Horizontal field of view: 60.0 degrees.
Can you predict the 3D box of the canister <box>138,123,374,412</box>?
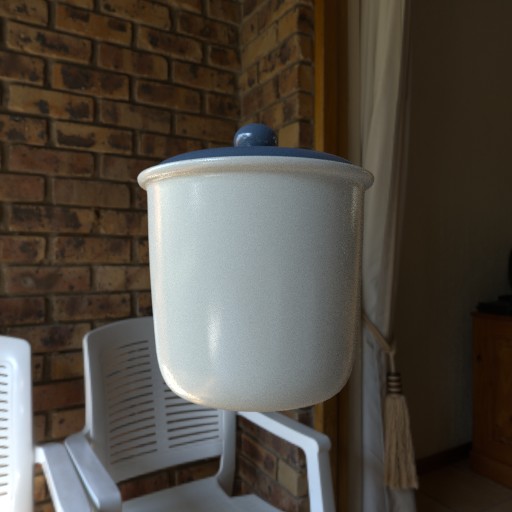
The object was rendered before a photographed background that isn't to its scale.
[{"bbox_3d":[0.000,0.000,0.352,0.182,0.208,0.182,0,0,0],"label":"canister"}]
